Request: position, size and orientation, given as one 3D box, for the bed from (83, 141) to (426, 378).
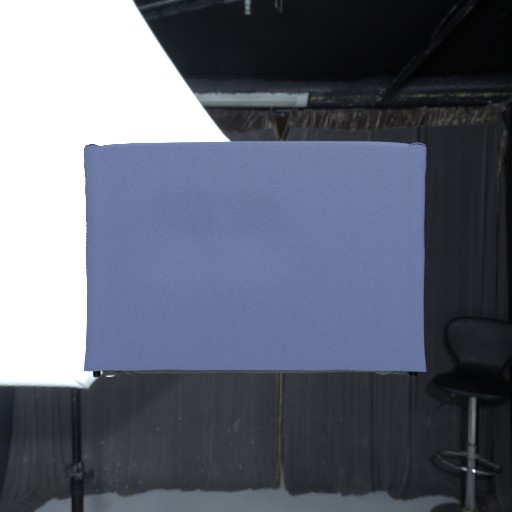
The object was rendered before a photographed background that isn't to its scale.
[{"bbox_3d":[0.000,0.000,3.581,1.925,1.332,2.276,0,1,1],"label":"bed"}]
